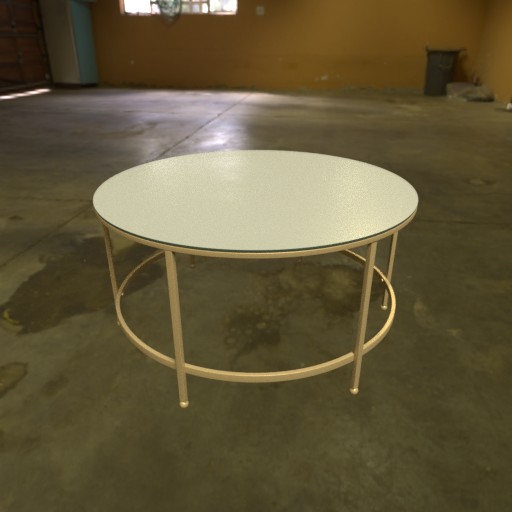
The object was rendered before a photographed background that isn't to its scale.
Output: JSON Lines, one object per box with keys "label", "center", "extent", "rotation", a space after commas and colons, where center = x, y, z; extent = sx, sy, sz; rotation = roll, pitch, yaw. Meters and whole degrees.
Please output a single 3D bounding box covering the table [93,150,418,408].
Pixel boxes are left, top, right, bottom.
{"label": "table", "center": [0.000, 0.000, 1.411], "extent": [0.914, 0.470, 0.914], "rotation": [0, 26, 0]}
